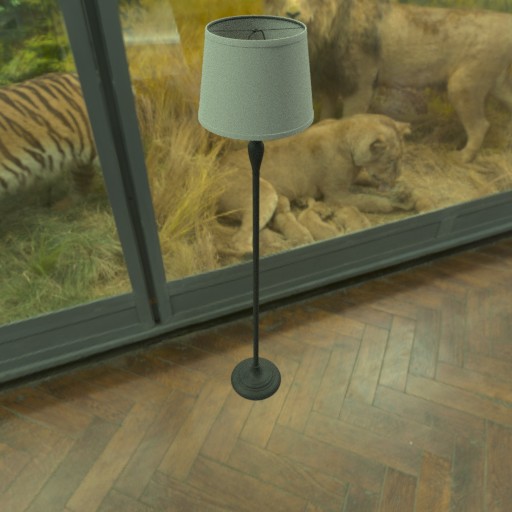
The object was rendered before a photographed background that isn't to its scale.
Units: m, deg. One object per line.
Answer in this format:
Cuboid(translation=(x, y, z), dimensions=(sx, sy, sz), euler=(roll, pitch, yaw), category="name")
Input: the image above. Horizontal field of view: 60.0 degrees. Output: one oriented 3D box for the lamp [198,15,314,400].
Cuboid(translation=(0.000, 0.000, 1.598), dimensions=(0.327, 1.506, 0.327), euler=(26, 47, 27), category="lamp")
